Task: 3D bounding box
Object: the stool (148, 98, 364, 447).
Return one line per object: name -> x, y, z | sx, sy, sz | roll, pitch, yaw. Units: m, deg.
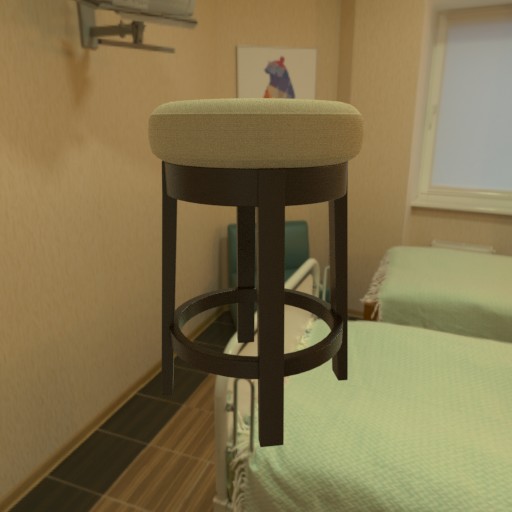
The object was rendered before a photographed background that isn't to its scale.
stool -> 0.000, 0.000, 0.986 | 0.449, 0.655, 0.449 | 0, 17, 0
